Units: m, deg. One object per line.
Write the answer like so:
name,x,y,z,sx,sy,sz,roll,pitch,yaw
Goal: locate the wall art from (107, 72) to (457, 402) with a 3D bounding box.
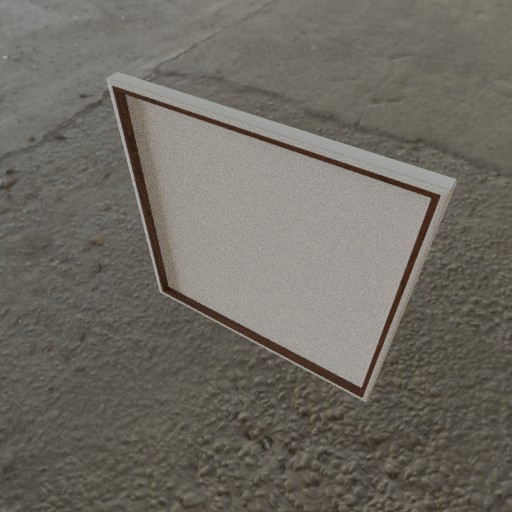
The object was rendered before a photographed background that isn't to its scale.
wall art,0.000,0.000,1.128,0.757,0.757,0.037,24,51,21
